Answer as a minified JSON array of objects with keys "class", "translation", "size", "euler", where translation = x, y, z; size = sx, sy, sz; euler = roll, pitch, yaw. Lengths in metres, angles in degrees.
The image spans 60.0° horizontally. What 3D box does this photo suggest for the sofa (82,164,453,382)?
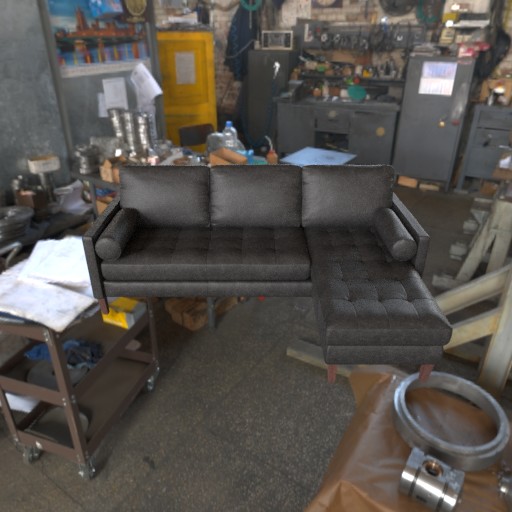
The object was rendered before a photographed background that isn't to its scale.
[{"class":"sofa","translation":[0.000,0.000,2.883],"size":[2.178,0.876,1.497],"euler":[0,28,0]}]
